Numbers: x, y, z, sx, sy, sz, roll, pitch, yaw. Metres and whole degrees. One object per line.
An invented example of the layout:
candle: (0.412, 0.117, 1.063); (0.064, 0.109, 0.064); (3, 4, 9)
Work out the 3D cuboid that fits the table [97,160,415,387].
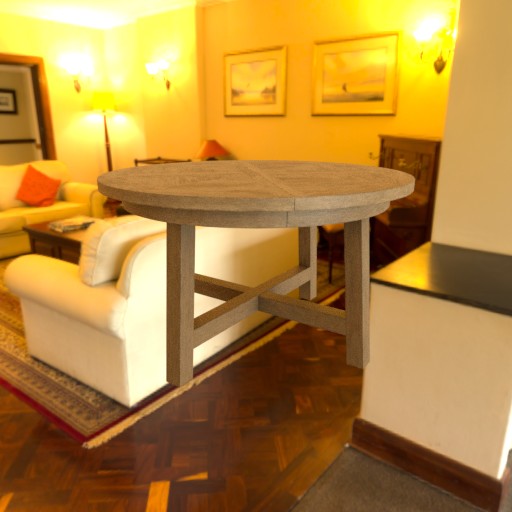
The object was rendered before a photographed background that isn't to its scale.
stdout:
table: (0.000, 0.000, 2.054); (1.319, 0.762, 1.319); (0, 17, 0)
